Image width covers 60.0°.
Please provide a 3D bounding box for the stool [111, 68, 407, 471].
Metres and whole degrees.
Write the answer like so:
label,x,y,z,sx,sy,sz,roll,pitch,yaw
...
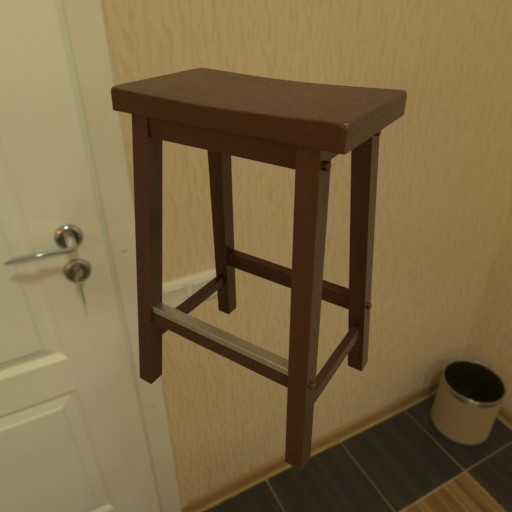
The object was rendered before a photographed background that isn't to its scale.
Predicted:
label,x,y,z,sx,sy,sz,roll,pitch,yaw
stool,0.000,0.000,0.846,0.406,0.610,0.322,19,36,28
